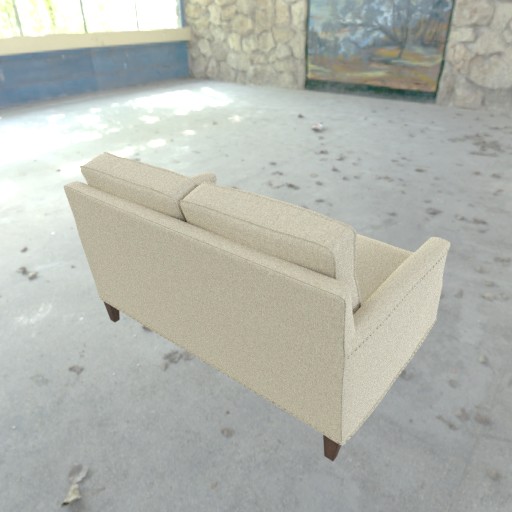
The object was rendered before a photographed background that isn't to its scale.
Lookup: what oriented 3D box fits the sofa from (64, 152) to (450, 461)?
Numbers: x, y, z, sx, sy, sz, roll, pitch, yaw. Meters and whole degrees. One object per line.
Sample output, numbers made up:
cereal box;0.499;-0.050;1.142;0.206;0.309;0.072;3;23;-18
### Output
sofa;0.000;0.000;2.224;1.597;1.003;1.084;21;36;33
